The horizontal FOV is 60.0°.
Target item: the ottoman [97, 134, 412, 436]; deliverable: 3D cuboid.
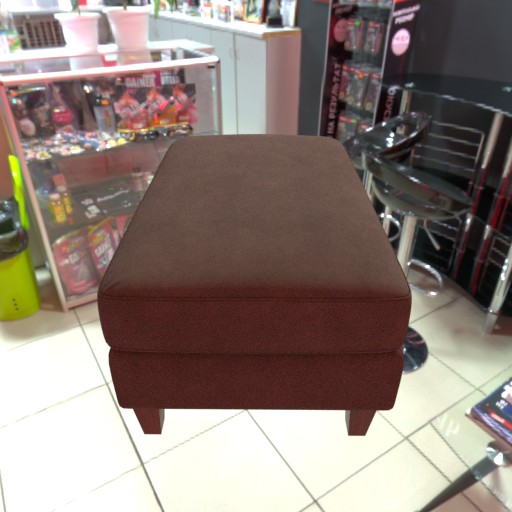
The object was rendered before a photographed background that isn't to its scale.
[{"bbox_3d":[0.000,0.000,1.210,0.584,0.483,0.864,0,33,0],"label":"ottoman"}]
